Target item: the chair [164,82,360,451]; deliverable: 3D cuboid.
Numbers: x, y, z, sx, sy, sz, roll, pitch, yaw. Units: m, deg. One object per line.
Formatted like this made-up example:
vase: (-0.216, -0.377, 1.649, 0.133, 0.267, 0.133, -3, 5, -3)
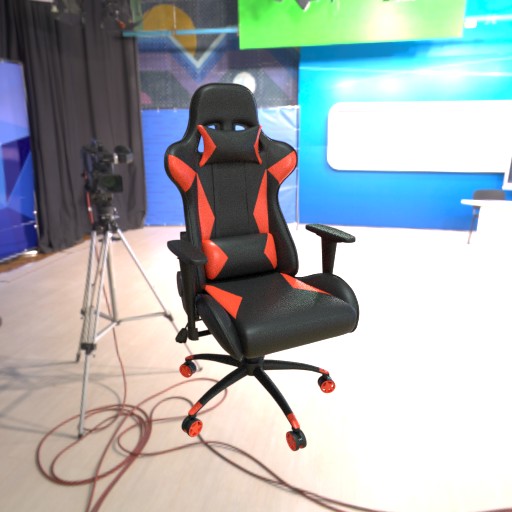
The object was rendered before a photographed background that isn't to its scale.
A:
chair: (0.000, 0.000, 1.701, 0.695, 1.282, 0.730, -8, 18, -26)
